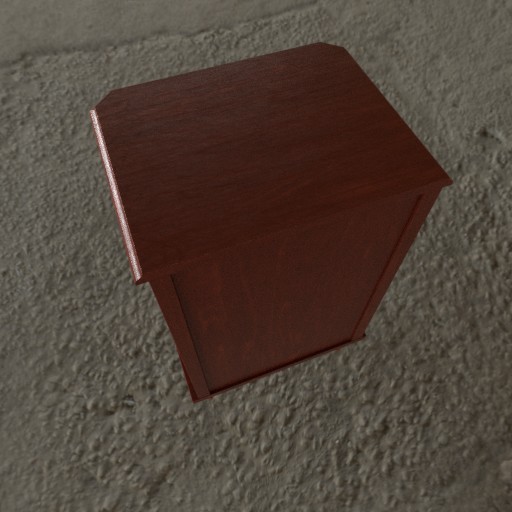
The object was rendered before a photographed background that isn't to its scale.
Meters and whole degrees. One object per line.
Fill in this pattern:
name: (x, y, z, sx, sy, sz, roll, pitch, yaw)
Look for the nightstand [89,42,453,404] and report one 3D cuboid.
nightstand: (0.000, 0.000, 0.919, 0.435, 0.681, 0.351, -18, 60, -11)
